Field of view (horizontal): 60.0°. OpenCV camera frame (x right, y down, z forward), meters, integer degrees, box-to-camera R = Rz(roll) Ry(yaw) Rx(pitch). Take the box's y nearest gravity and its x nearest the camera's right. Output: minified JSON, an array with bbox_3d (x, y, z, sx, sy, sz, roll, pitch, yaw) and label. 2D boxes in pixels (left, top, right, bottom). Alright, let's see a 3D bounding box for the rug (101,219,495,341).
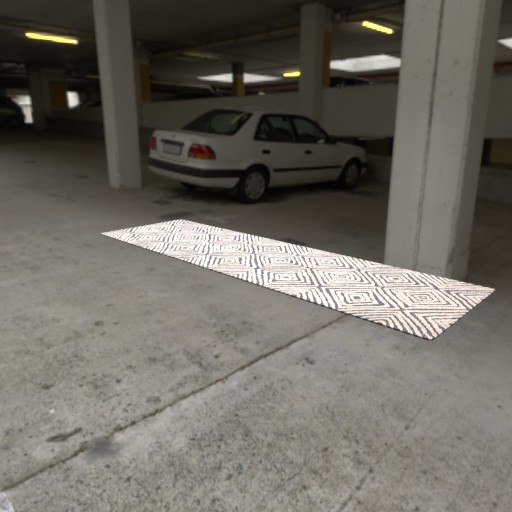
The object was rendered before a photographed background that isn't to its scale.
[{"bbox_3d":[0.000,0.000,2.474,2.277,0.008,0.676,15,22,42],"label":"rug"}]
